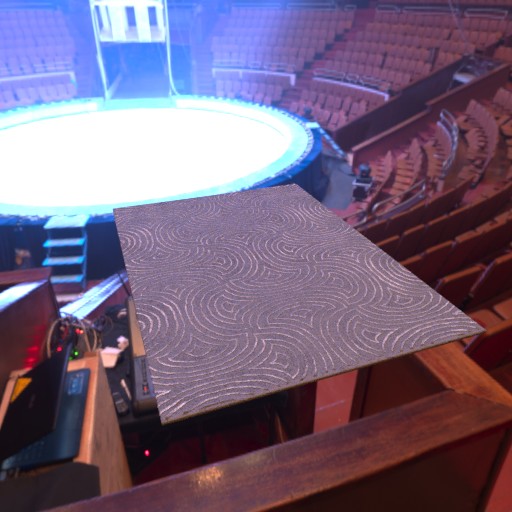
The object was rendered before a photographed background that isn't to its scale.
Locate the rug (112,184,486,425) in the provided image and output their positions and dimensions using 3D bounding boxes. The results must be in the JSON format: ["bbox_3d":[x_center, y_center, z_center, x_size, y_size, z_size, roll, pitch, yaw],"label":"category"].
[{"bbox_3d":[0.000,0.000,2.748,1.543,0.015,2.144,-10,31,-18],"label":"rug"}]
